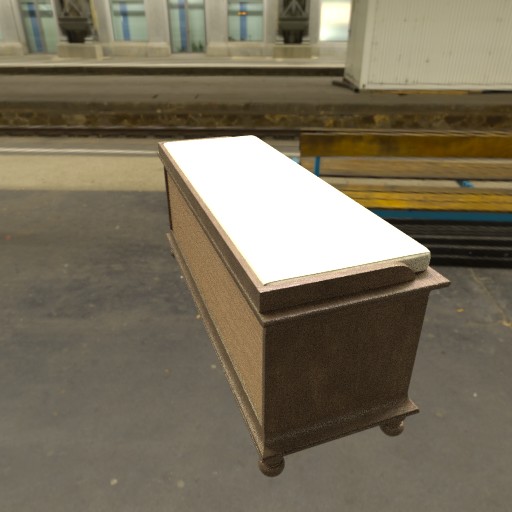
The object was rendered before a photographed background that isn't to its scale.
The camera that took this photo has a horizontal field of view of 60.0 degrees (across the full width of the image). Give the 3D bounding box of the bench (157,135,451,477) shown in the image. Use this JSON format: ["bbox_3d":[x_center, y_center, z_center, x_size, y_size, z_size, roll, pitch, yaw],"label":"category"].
[{"bbox_3d":[0.000,0.000,1.412,0.402,0.501,1.185,-10,30,-17],"label":"bench"}]
